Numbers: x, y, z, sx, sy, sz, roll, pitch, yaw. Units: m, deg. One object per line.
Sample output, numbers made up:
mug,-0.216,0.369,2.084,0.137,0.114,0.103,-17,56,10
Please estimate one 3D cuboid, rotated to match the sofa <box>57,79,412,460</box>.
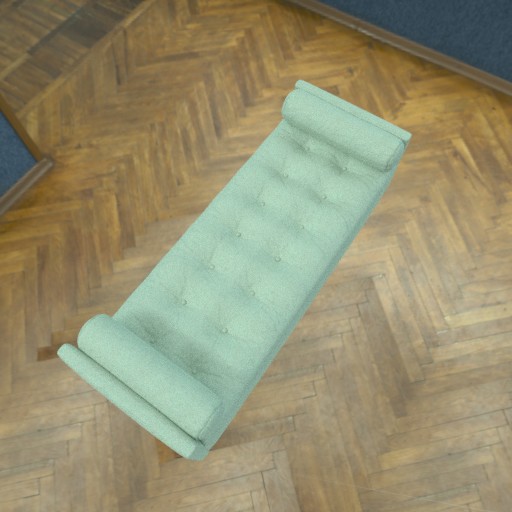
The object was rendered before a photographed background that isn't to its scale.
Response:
sofa,0.000,0.000,2.542,0.796,0.705,2.102,32,69,14
